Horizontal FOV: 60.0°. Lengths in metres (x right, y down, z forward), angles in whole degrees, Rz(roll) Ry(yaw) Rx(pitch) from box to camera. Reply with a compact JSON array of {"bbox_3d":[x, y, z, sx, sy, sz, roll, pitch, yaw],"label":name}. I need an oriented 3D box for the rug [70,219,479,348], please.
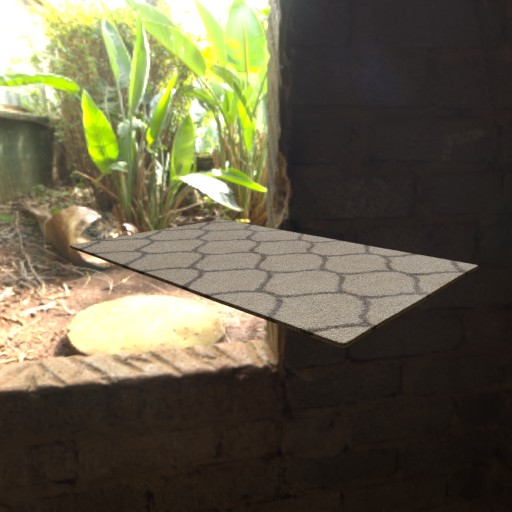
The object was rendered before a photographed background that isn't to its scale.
[{"bbox_3d":[0.000,0.000,2.971,2.348,0.024,1.501,14,20,42],"label":"rug"}]
